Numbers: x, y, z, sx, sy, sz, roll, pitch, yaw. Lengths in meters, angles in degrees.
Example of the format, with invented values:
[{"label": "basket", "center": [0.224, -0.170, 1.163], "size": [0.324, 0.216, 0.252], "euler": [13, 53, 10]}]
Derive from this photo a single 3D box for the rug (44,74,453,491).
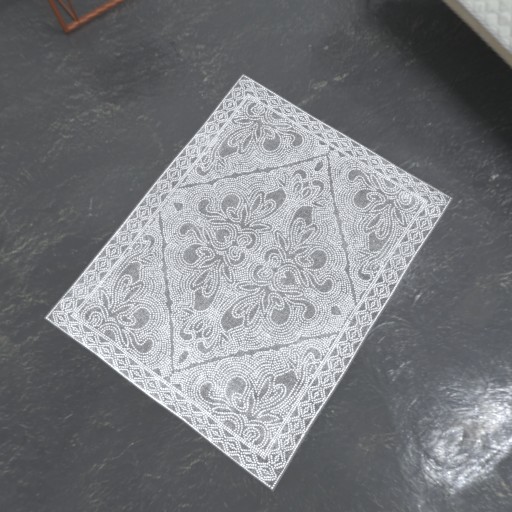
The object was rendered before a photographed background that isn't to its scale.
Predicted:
[{"label": "rug", "center": [0.000, 0.000, 4.014], "size": [2.438, 0.012, 3.048], "euler": [34, 77, 9]}]
